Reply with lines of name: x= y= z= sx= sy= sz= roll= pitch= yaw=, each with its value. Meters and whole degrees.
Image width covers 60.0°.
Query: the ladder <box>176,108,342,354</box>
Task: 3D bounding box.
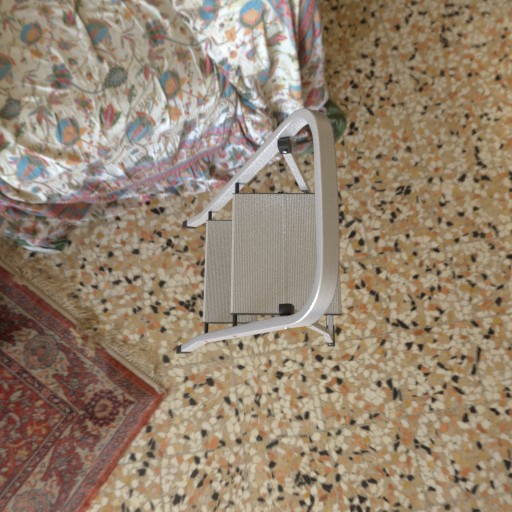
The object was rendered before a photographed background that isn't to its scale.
ladder: x=0.000 y=0.000 z=1.136 sx=0.530 sy=0.830 sz=0.465 roll=0 pitch=76 yaw=0
